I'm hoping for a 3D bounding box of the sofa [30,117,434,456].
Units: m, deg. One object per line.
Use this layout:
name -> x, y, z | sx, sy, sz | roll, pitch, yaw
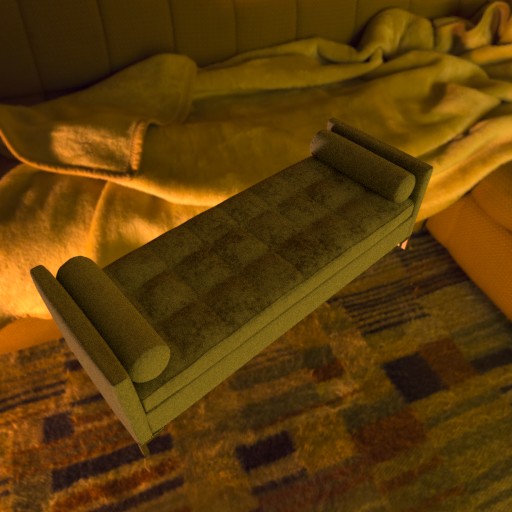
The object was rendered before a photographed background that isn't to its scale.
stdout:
sofa -> 0.000, 0.000, 2.507 | 2.102, 0.657, 0.797 | -33, 54, -28
